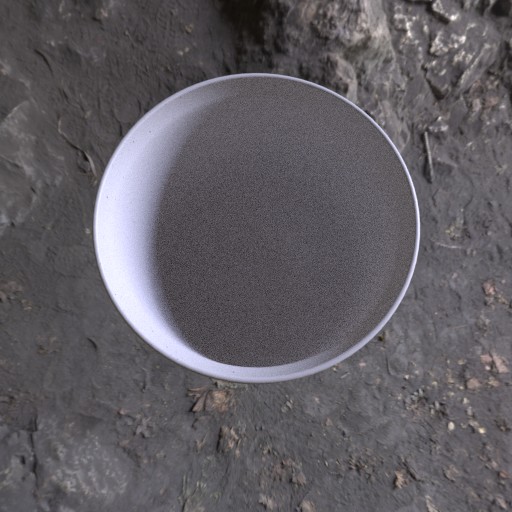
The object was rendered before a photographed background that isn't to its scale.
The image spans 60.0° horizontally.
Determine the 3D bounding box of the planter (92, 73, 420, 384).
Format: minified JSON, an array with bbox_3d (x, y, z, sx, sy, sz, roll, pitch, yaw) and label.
[{"bbox_3d":[0.000,0.000,0.489,0.268,0.270,0.268,0,75,0],"label":"planter"}]
